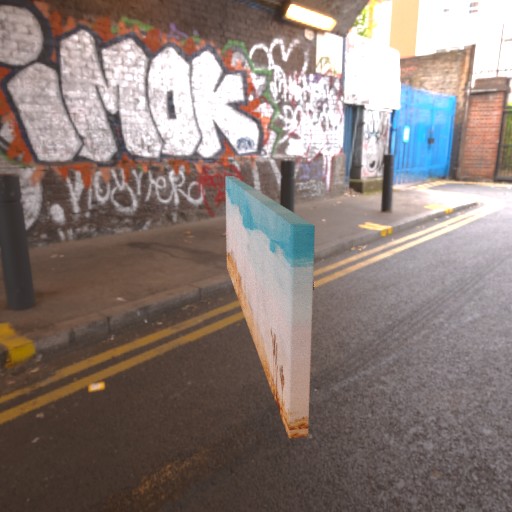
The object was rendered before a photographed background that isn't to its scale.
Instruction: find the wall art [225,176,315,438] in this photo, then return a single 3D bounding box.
[{"bbox_3d":[0.000,0.000,0.856,0.044,0.254,0.759,-2,14,-9],"label":"wall art"}]
